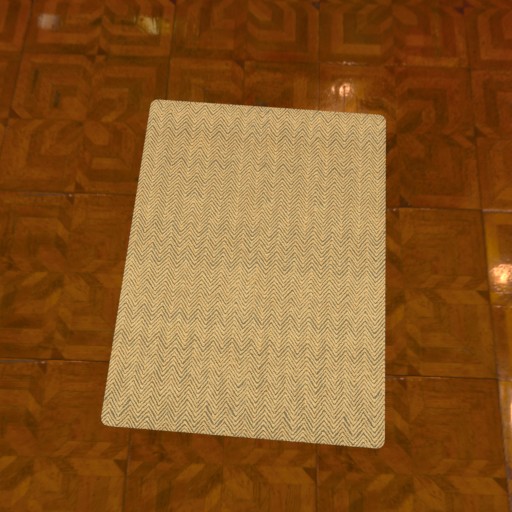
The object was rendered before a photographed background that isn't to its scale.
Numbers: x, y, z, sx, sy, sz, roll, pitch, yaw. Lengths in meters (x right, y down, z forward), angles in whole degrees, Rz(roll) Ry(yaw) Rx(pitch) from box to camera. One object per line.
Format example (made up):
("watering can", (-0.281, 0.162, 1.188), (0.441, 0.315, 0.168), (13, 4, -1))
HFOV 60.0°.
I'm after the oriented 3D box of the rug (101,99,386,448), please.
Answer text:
("rug", (0.000, 0.000, 4.196), (2.439, 0.014, 3.207), (4, 75, 1))
